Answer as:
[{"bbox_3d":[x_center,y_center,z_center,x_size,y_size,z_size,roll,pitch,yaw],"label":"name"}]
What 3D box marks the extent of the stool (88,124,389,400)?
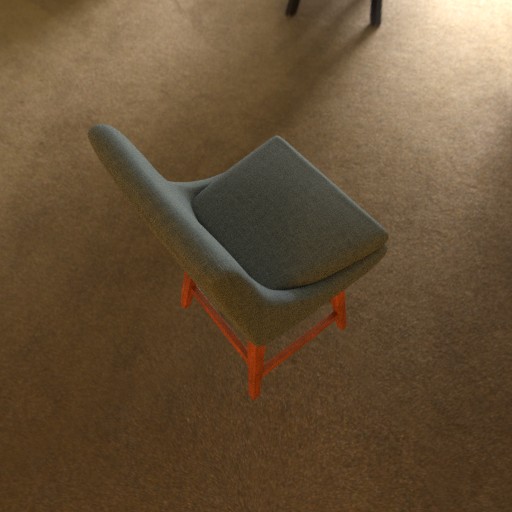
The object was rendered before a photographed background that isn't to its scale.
[{"bbox_3d":[0.000,0.000,1.202,0.524,0.895,0.467,-34,64,-19],"label":"stool"}]
